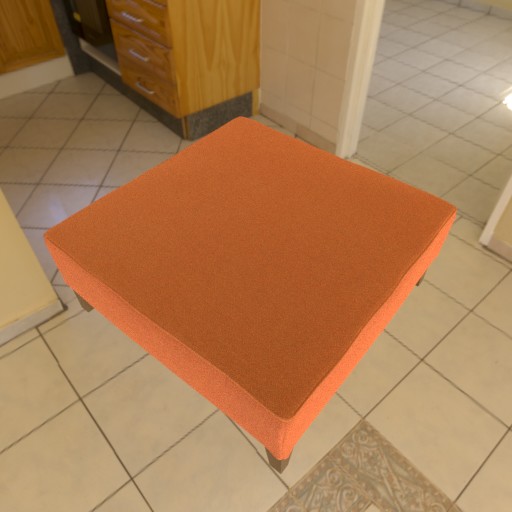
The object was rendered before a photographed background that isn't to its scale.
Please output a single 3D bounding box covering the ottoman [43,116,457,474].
[{"bbox_3d":[0.000,0.000,1.575,0.997,0.438,0.999,30,53,26],"label":"ottoman"}]
